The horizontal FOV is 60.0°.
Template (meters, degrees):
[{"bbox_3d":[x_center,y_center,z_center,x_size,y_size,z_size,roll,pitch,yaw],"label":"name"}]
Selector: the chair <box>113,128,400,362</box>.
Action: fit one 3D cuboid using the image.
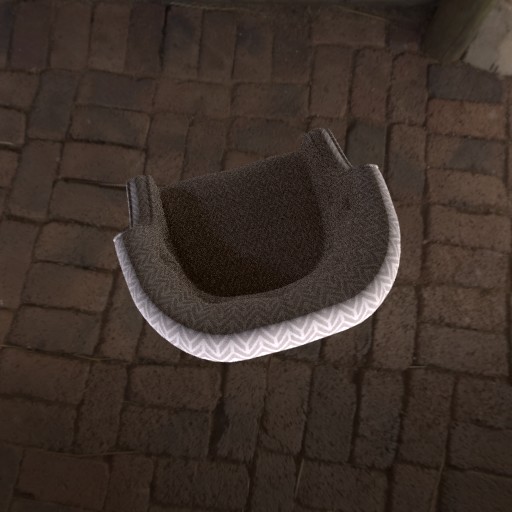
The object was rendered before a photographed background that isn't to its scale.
[{"bbox_3d":[0.000,0.000,1.356,0.686,0.858,0.613,-16,76,-4],"label":"chair"}]
